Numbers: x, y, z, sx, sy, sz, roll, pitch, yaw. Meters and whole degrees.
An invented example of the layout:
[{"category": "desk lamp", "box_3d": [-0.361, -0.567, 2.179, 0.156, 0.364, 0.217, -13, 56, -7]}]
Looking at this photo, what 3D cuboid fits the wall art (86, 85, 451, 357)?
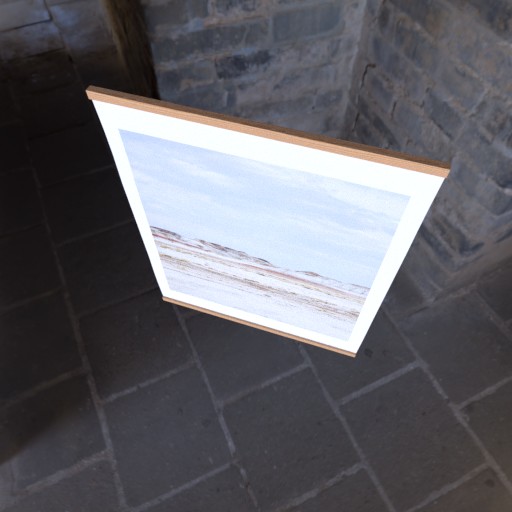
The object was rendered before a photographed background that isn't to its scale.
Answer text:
[{"category": "wall art", "box_3d": [0.000, 0.000, 0.683, 0.404, 0.507, 0.010, 15, 58, 10]}]
